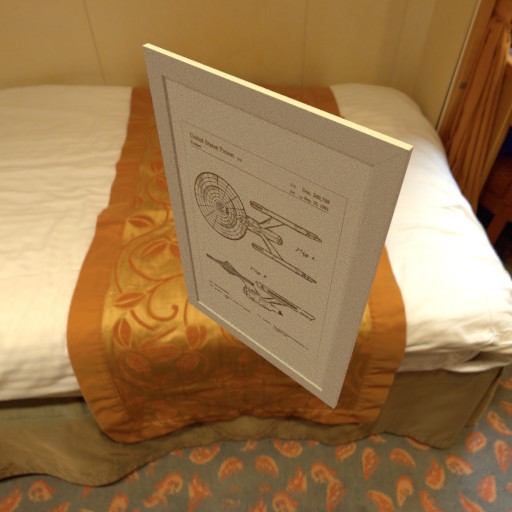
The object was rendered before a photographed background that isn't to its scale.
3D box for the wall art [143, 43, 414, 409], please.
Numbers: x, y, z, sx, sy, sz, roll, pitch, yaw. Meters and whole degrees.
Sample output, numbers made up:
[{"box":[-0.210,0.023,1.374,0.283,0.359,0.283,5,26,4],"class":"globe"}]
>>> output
[{"box":[0.000,0.000,0.835,0.454,0.659,0.011,31,54,26],"class":"wall art"}]
